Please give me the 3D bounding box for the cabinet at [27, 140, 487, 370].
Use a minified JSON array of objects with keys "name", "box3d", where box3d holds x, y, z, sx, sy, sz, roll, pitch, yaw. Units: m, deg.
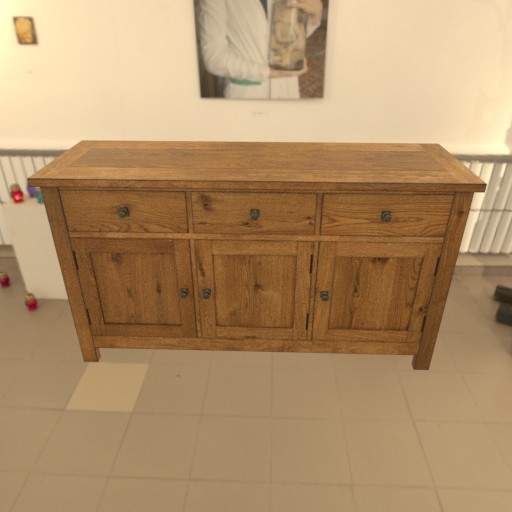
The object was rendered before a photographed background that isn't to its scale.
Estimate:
[{"name":"cabinet","box3d":[0.000,0.000,1.821,1.474,0.813,0.480,1,29,2]}]
